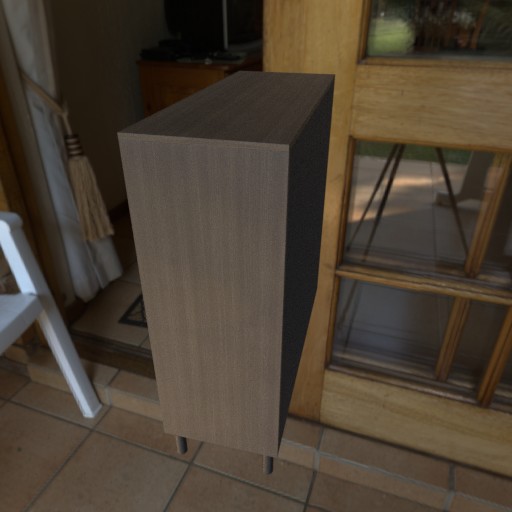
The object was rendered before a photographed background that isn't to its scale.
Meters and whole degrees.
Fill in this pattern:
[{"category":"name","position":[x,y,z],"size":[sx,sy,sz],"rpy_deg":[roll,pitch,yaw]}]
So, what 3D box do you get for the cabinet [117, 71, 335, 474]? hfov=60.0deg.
[{"category":"cabinet","position":[0.000,0.000,1.690],"size":[0.400,1.170,1.010],"rpy_deg":[7,31,12]}]
